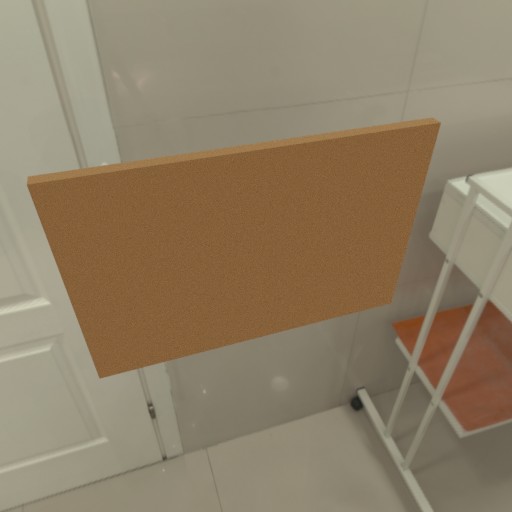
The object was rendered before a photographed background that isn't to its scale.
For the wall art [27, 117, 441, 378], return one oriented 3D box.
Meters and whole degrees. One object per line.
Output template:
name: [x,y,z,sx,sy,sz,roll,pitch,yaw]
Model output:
wall art: [0.000,0.000,1.146,0.915,0.608,0.033,-12,41,-14]
